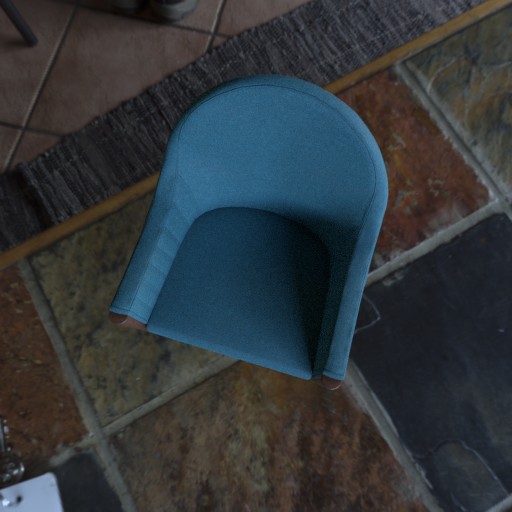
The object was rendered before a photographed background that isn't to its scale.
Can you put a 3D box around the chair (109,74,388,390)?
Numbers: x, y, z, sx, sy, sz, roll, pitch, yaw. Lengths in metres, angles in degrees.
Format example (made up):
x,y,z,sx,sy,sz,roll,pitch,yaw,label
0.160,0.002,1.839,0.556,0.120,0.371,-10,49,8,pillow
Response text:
x,y,z,sx,sy,sz,roll,pitch,yaw,label
0.000,0.000,1.384,0.656,0.907,0.652,16,75,4,chair
